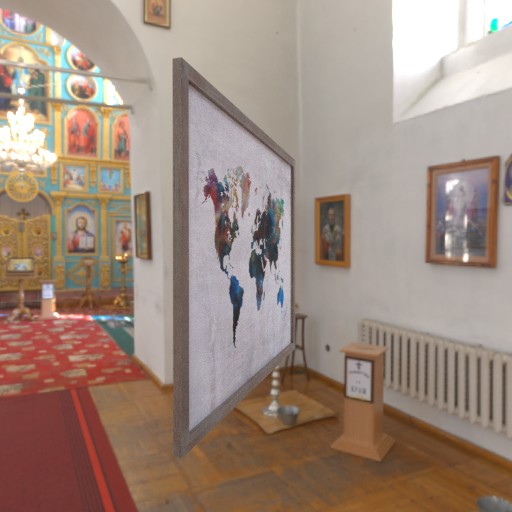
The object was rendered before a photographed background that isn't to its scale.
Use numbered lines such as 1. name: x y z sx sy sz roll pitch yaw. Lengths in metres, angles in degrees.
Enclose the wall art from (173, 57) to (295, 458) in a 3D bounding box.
1. wall art: 0.000 0.000 1.341 0.019 0.774 1.012 0 1 17
